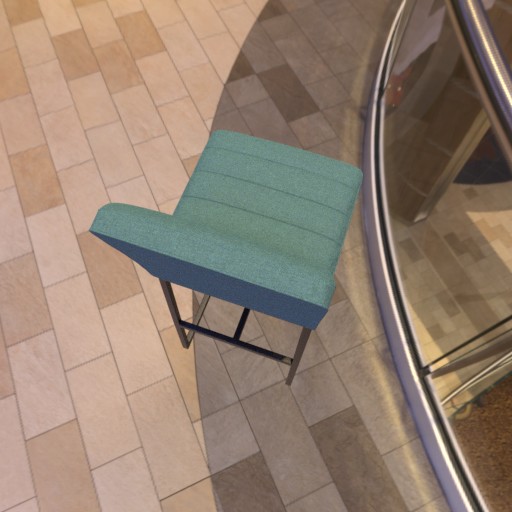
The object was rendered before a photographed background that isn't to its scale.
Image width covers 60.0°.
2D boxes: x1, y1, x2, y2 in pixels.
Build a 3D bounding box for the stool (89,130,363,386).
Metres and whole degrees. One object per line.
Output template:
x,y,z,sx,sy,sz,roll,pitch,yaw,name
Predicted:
0.000,0.000,1.321,0.460,1.040,0.560,18,66,8,stool
